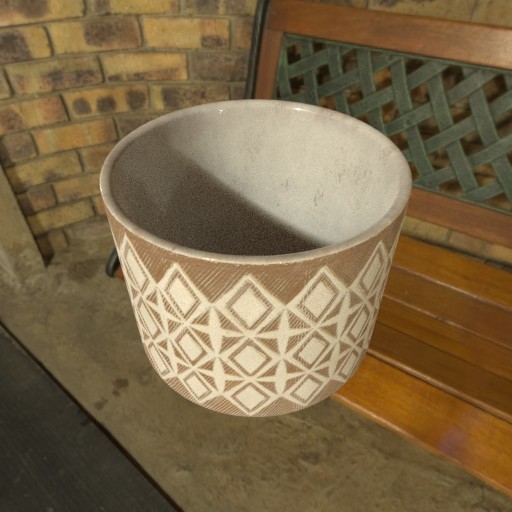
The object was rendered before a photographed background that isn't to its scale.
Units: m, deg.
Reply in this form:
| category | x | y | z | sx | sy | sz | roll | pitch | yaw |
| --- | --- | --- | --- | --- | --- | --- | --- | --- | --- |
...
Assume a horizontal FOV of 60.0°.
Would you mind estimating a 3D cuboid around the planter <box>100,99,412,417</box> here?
| category | x | y | z | sx | sy | sz | roll | pitch | yaw |
| --- | --- | --- | --- | --- | --- | --- | --- | --- | --- |
| planter | 0.000 | 0.000 | 0.337 | 0.193 | 0.165 | 0.193 | 0 | 42 | 0 |
